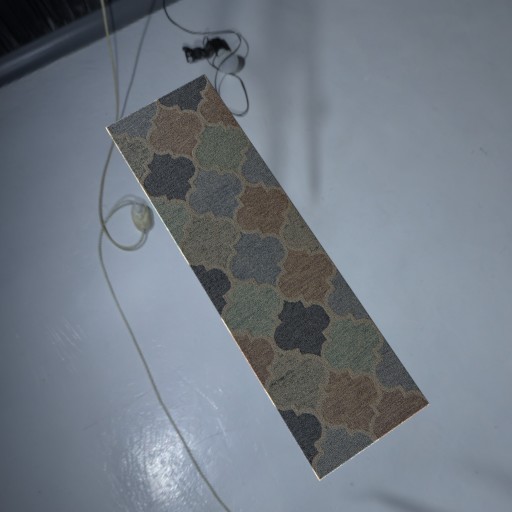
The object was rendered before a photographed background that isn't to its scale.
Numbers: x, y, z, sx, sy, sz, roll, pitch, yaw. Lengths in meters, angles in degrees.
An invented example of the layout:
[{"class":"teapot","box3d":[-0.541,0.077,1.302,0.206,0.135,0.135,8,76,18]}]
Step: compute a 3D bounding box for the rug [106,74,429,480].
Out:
[{"class":"rug","box3d":[0.000,0.000,2.468,0.687,0.011,2.287,-31,79,-7]}]
